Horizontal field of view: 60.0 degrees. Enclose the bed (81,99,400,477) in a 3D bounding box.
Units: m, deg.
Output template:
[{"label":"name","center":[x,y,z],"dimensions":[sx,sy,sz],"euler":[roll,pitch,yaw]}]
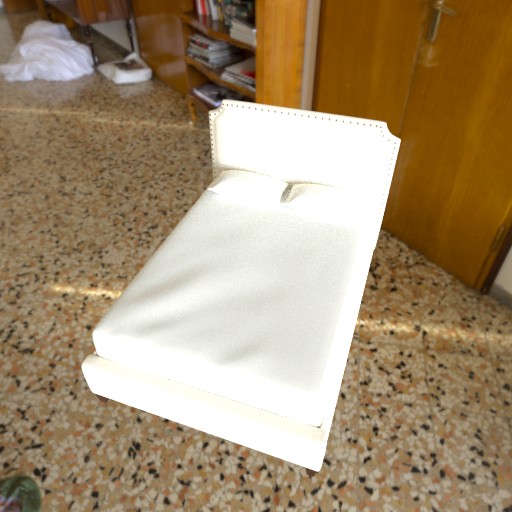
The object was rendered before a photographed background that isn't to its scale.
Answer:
[{"label":"bed","center":[0.000,0.000,3.430],"dimensions":[1.712,1.443,2.365],"euler":[13,43,15]}]
